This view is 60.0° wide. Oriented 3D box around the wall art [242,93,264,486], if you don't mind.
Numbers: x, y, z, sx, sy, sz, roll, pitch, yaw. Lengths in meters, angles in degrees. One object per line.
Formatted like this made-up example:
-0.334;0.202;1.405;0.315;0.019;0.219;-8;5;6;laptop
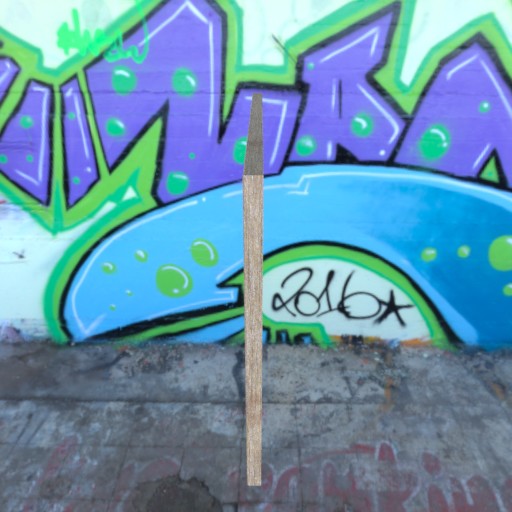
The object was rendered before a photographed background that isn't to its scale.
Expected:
0.000;0.000;0.980;0.026;0.588;0.690;0;28;1;wall art
